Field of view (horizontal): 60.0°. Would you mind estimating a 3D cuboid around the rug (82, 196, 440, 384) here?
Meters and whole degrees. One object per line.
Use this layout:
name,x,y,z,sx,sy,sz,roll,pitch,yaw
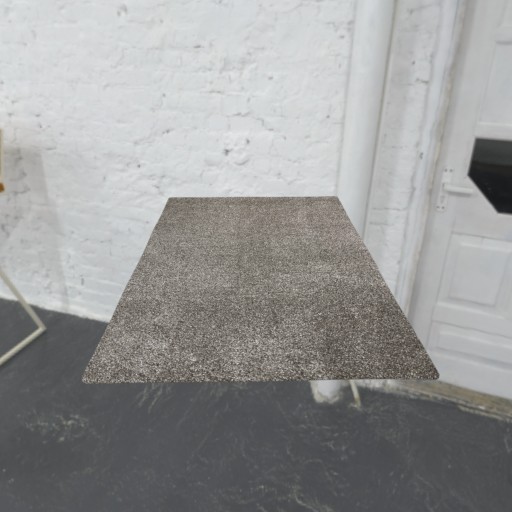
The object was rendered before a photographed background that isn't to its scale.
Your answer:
rug,0.000,0.000,2.901,1.501,0.025,2.352,0,26,-1
